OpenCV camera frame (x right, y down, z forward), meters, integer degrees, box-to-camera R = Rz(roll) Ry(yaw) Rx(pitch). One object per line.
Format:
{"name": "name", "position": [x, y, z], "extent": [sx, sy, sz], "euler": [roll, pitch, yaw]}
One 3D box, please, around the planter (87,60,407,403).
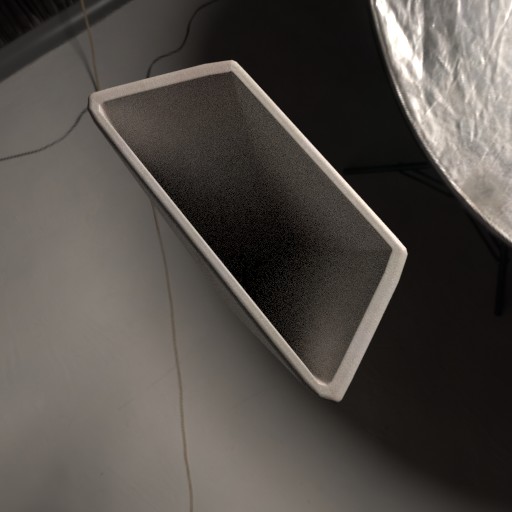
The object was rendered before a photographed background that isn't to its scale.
{"name": "planter", "position": [0.000, 0.000, 0.262], "extent": [0.060, 0.197, 0.150], "euler": [-38, 80, -8]}
